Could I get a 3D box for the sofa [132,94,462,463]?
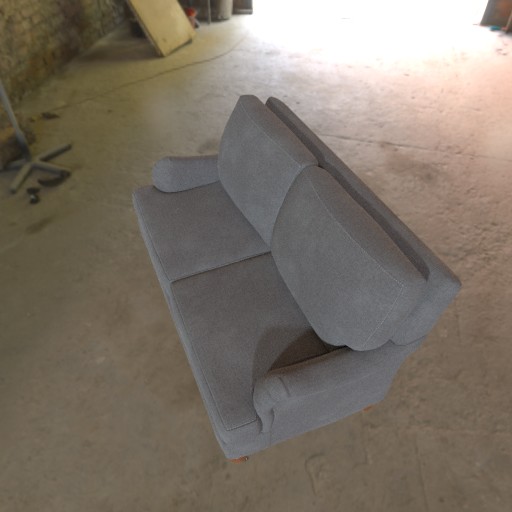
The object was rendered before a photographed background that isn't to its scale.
[{"bbox_3d":[0.000,0.000,2.535,1.084,1.101,1.853,-17,48,-16],"label":"sofa"}]
